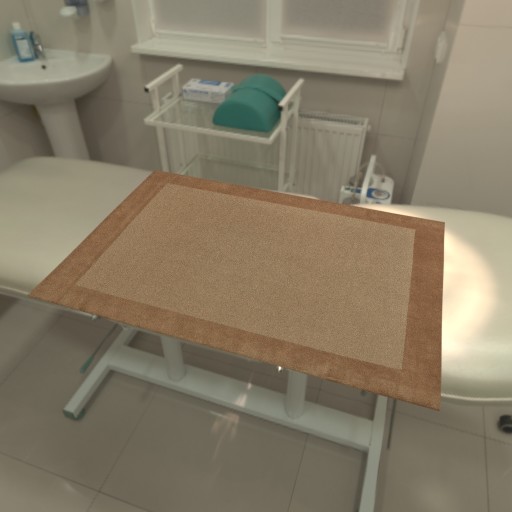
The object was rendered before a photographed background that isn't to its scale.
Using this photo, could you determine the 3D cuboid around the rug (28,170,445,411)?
[{"bbox_3d":[0.000,0.000,2.274,1.829,0.014,1.219,12,42,14],"label":"rug"}]
